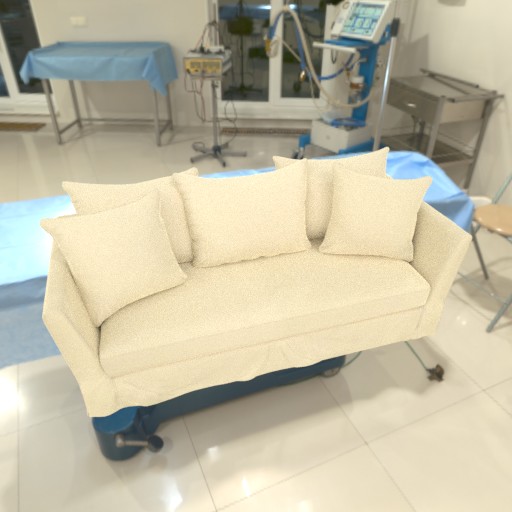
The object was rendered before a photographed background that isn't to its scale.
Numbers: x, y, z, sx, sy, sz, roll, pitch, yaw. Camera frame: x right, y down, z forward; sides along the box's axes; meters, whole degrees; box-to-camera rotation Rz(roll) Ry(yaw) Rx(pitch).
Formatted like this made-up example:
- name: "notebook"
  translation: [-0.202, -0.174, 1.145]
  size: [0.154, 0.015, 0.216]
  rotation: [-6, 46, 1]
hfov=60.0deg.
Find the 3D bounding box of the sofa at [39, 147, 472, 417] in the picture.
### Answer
- name: "sofa"
  translation: [0.000, 0.000, 2.741]
  size: [2.290, 1.034, 1.031]
  rotation: [-10, 35, -14]
